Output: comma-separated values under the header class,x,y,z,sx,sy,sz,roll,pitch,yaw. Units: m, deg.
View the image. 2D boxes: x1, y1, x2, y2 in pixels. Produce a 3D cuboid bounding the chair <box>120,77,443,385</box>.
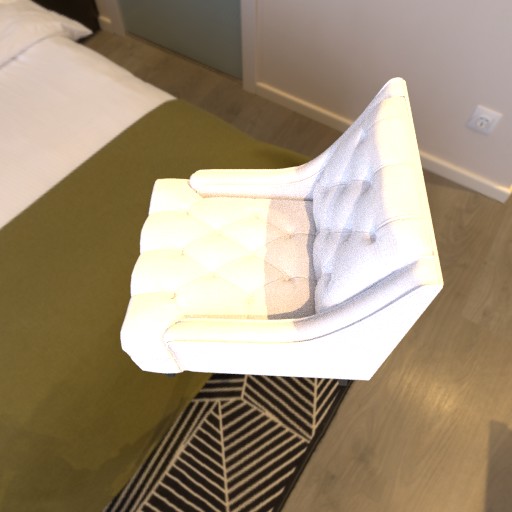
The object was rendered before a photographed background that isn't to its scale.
class,x,y,z,sx,sy,sz,roll,pitch,yaw
chair,0.000,0.000,1.403,0.772,0.891,0.658,2,59,1
